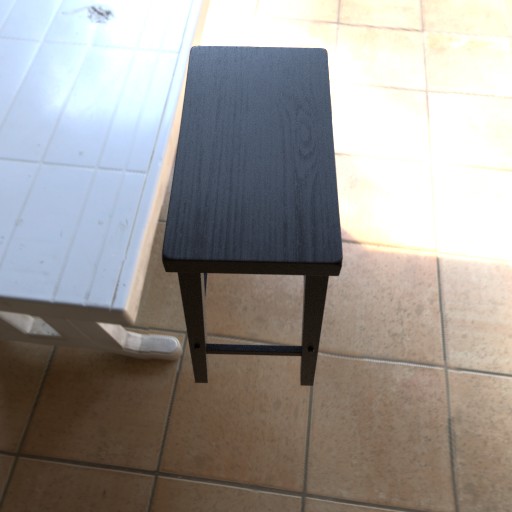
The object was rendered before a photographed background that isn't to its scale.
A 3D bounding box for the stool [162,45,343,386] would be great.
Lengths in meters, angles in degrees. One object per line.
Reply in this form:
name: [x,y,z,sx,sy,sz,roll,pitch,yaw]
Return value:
stool: [0.000,0.000,0.976,0.322,0.742,0.406,1,62,1]
